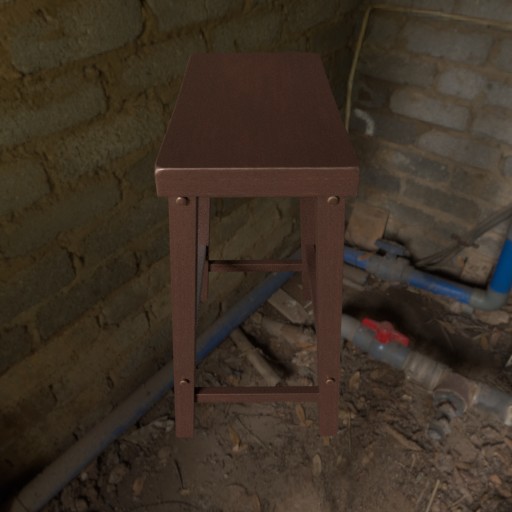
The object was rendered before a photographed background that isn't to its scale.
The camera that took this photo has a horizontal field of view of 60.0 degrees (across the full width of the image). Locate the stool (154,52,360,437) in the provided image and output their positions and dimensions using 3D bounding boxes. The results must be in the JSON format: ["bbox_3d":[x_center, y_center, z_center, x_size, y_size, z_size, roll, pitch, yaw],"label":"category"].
[{"bbox_3d":[0.000,0.000,0.838,0.322,0.610,0.406,0,41,0],"label":"stool"}]
